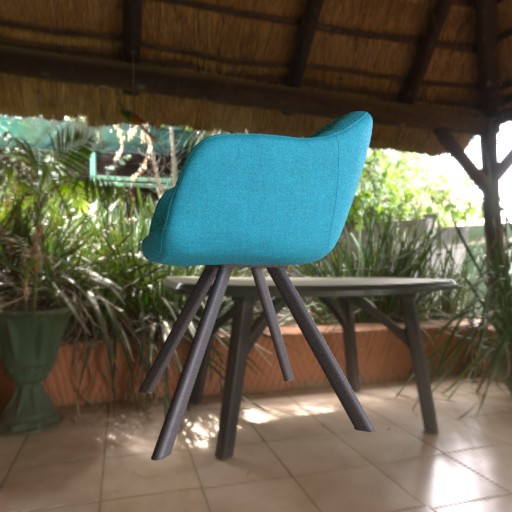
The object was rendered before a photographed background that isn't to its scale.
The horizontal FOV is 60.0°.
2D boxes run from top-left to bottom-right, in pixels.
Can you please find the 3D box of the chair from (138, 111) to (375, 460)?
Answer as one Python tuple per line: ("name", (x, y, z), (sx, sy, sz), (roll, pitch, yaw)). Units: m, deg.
("chair", (0.000, 0.000, 1.150), (0.565, 0.775, 0.545), (0, -1, -18))
